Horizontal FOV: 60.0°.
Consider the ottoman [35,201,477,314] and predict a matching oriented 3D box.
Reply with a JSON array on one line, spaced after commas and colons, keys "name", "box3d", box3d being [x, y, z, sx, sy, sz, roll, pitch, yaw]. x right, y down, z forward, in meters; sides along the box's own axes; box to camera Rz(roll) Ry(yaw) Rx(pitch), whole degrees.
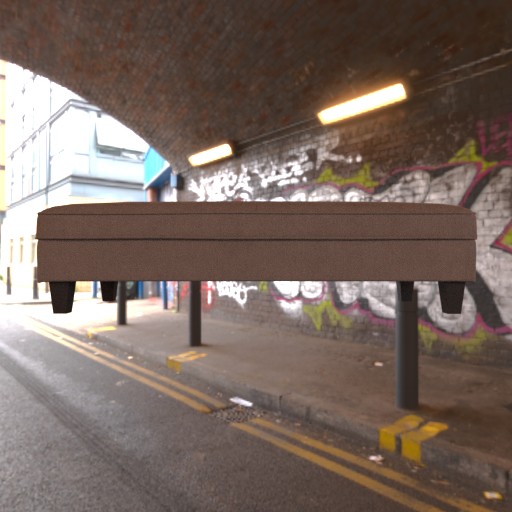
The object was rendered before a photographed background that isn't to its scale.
[{"name": "ottoman", "box3d": [0.000, 0.000, 2.088, 1.764, 0.470, 0.751, 0, -1, 0]}]
